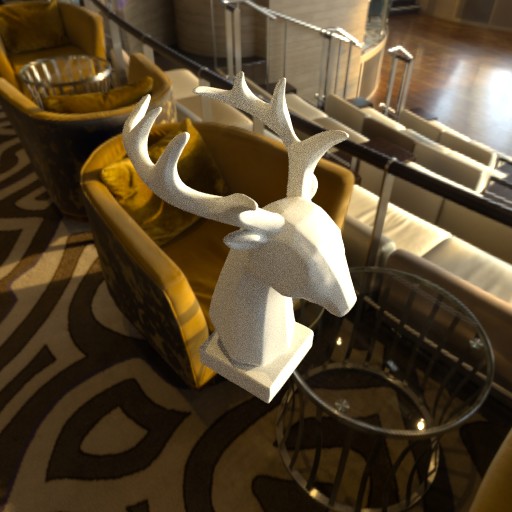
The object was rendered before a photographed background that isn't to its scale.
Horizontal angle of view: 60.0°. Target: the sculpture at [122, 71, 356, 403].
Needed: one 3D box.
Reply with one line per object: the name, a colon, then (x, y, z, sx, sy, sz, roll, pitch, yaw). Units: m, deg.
sculpture: (0.000, 0.000, 0.460, 0.224, 0.329, 0.174, 24, 46, 26)
